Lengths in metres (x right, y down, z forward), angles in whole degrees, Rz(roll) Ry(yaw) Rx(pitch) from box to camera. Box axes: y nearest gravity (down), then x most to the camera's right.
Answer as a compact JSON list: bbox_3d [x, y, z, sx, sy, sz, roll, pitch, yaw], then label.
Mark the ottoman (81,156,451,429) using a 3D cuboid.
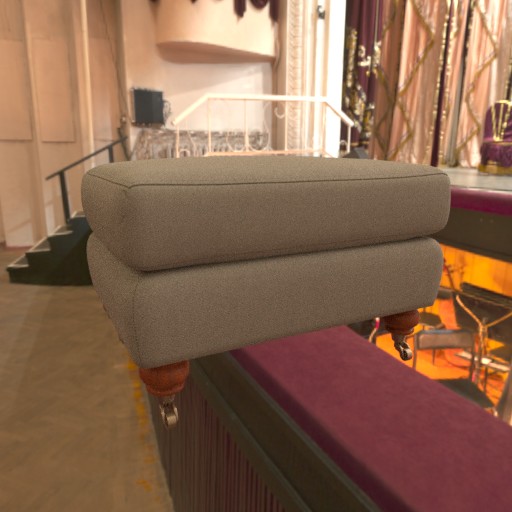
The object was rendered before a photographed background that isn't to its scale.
[{"bbox_3d":[0.000,0.000,1.134,0.773,0.499,0.569,-7,15,-26],"label":"ottoman"}]
